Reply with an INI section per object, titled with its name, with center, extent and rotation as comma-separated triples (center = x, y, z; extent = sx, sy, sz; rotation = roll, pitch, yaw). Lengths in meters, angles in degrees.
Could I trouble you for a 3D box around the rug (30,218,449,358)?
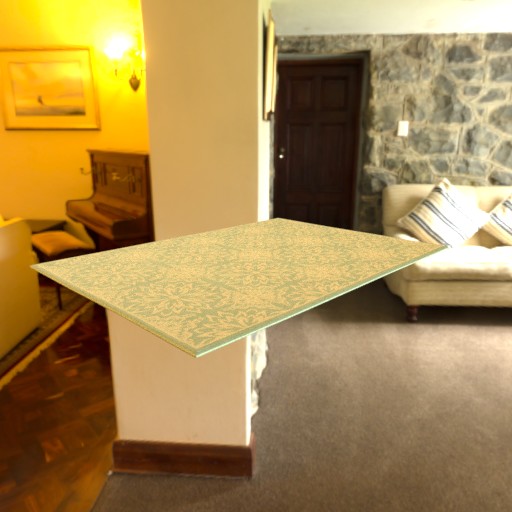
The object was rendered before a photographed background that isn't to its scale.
[rug]
center = 0.000, 0.000, 2.839
extent = 1.589, 0.014, 2.205
rotation = 14, 21, 43
